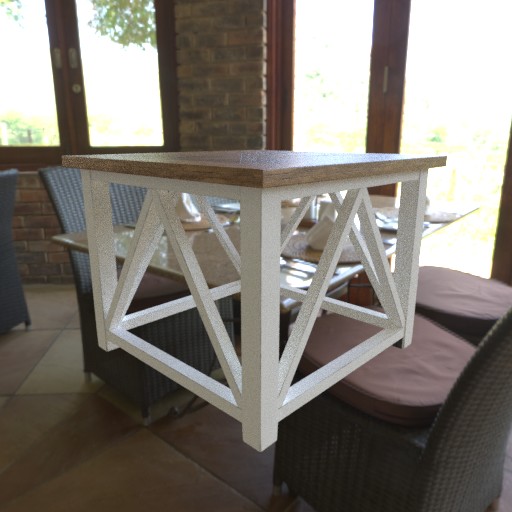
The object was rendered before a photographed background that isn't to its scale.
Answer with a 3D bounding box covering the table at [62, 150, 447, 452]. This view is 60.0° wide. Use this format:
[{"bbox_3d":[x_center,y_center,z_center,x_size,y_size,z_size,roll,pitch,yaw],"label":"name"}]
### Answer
[{"bbox_3d":[0.000,0.000,1.204,0.700,0.532,0.700,14,21,42],"label":"table"}]
